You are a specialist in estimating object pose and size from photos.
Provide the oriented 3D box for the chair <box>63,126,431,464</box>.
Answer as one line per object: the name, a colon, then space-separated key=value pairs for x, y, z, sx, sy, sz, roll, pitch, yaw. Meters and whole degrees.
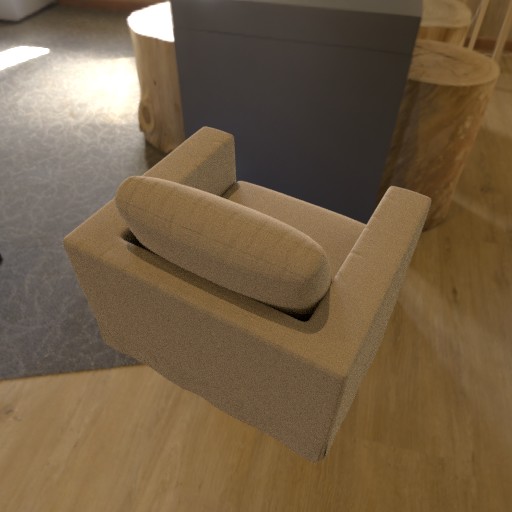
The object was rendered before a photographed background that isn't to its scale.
chair: x=0.000 y=0.000 z=1.845 sx=1.150 sy=0.878 sz=0.957 roll=23 pitch=51 yaw=20
